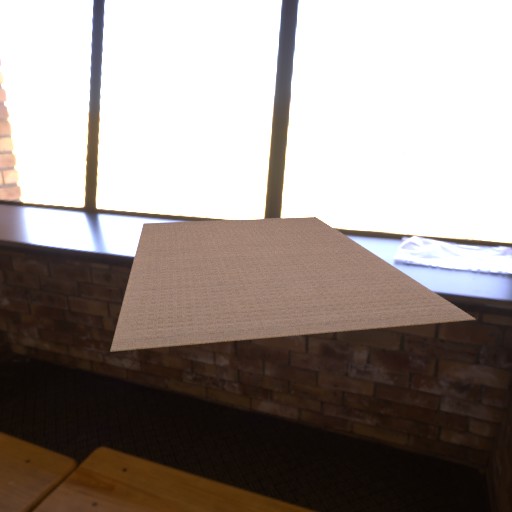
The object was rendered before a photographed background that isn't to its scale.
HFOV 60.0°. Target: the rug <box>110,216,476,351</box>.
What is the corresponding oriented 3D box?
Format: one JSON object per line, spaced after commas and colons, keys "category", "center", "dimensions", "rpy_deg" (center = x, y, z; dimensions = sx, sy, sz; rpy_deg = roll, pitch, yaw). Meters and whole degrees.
{"category": "rug", "center": [0.000, 0.000, 3.689], "dimensions": [1.981, 0.006, 2.895], "rpy_deg": [-3, 17, -10]}
